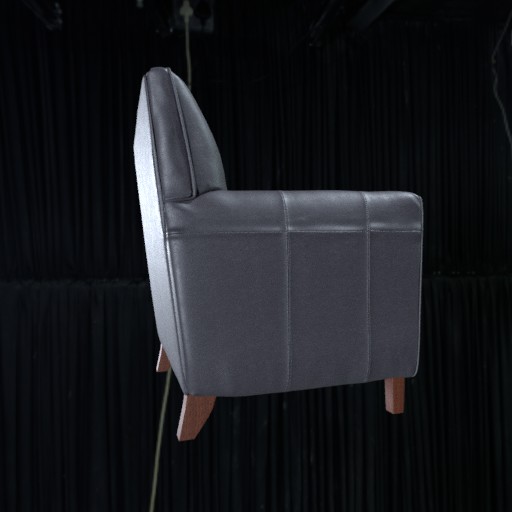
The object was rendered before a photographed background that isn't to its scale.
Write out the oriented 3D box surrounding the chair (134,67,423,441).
[{"bbox_3d":[0.000,0.000,1.579,0.825,0.943,0.870,0,0,-17],"label":"chair"}]
